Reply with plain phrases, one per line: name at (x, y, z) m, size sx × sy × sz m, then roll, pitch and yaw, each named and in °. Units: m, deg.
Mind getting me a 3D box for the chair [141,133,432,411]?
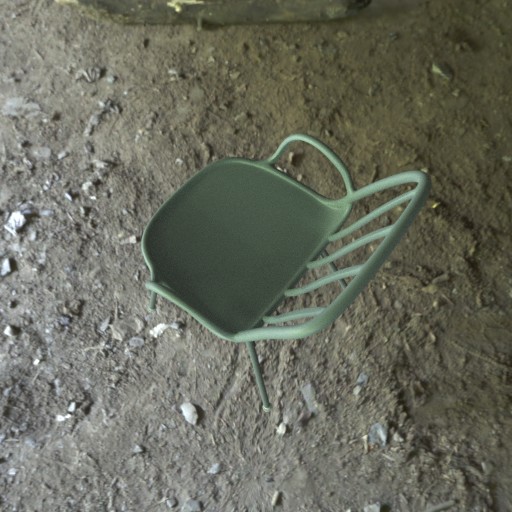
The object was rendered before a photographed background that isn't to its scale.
chair at (0.000, 0.000, 1.196) m, size 0.597 × 0.816 × 0.549 m, roll 35°, pitch 69°, yaw 16°
